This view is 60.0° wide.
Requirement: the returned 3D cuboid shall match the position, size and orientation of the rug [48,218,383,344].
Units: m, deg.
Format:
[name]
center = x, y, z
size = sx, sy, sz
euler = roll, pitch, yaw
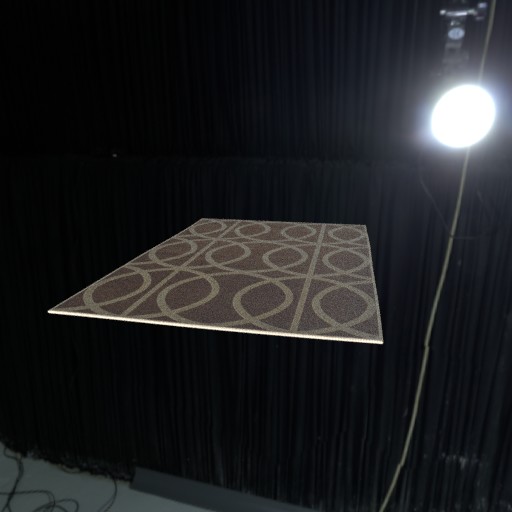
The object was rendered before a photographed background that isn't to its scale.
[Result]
[rug]
center = 0.000, 0.000, 2.991
size = 1.526, 0.014, 2.290
euler = 3, 16, 11
